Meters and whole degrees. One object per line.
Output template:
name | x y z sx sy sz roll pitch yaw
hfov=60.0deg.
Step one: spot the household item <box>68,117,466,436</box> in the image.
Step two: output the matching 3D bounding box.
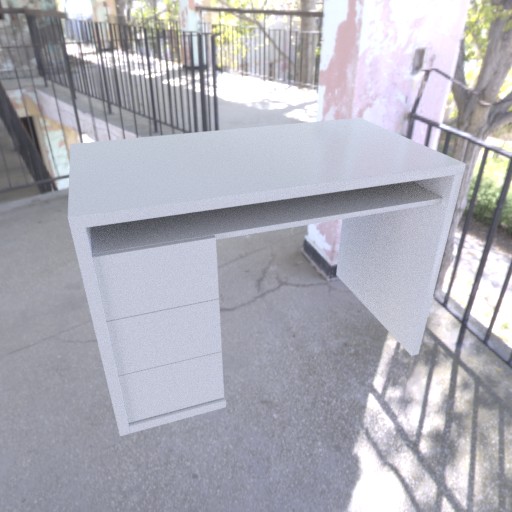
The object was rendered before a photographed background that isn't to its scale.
household item | 0.000 0.000 1.579 1.100 0.749 0.597 -10 32 -17
